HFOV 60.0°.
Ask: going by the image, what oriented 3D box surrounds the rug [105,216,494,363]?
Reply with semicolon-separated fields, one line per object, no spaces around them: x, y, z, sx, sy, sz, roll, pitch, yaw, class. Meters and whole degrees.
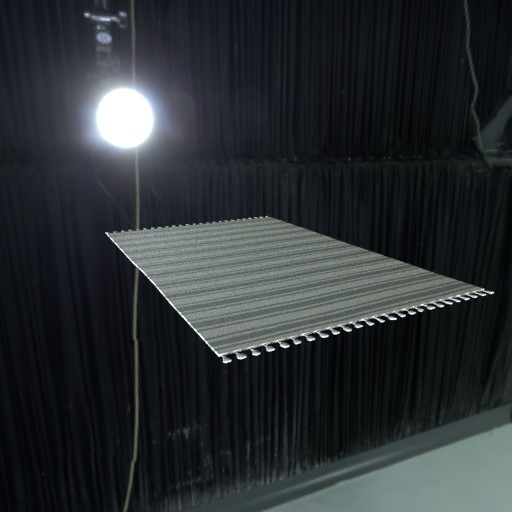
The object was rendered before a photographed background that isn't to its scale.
0.000;0.000;2.974;1.539;0.011;2.410;-8;18;-27;rug
